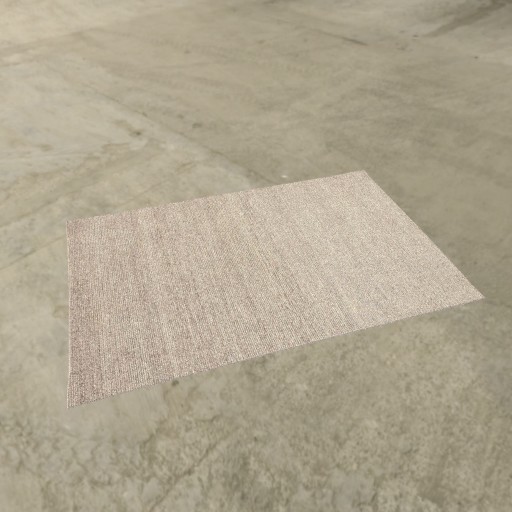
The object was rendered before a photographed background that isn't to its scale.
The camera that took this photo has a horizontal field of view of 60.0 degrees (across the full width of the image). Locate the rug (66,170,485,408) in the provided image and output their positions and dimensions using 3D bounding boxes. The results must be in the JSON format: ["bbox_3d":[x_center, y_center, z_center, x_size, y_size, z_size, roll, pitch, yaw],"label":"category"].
[{"bbox_3d":[0.000,0.000,2.186,1.792,0.021,1.154,-12,43,-13],"label":"rug"}]
